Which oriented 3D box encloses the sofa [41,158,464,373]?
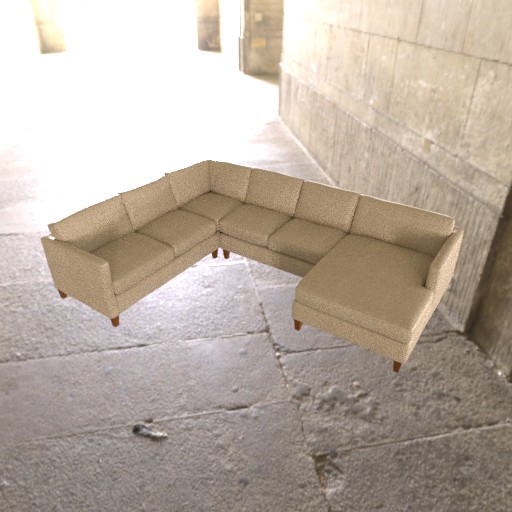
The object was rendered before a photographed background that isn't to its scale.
[{"bbox_3d":[0.000,0.000,4.571,3.460,0.961,2.594,19,36,29],"label":"sofa"}]
